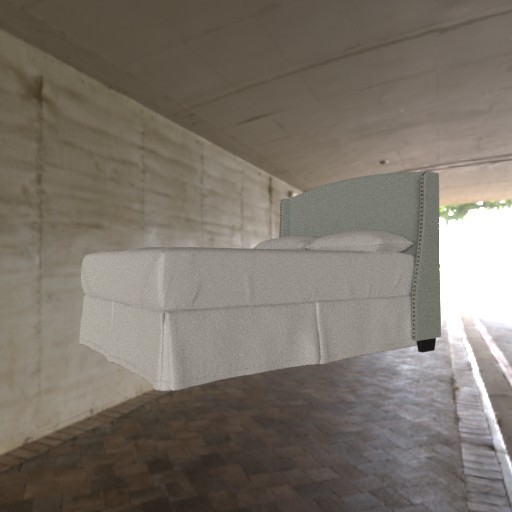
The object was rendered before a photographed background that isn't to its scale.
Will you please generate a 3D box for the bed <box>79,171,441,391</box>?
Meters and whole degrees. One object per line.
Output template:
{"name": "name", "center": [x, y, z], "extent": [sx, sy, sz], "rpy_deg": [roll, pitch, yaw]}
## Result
{"name": "bed", "center": [0.000, 0.000, 3.400], "extent": [2.237, 1.407, 1.710], "rpy_deg": [1, -1, -35]}
